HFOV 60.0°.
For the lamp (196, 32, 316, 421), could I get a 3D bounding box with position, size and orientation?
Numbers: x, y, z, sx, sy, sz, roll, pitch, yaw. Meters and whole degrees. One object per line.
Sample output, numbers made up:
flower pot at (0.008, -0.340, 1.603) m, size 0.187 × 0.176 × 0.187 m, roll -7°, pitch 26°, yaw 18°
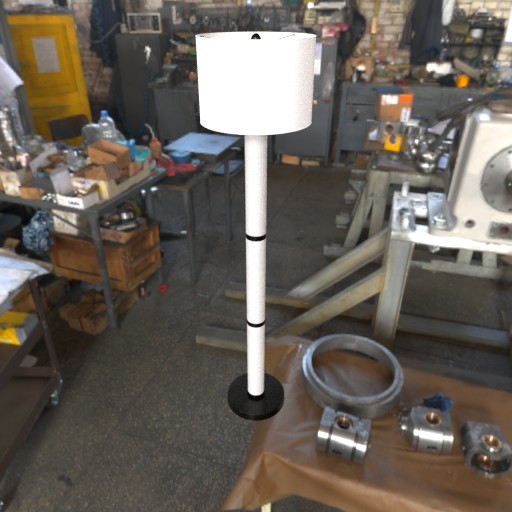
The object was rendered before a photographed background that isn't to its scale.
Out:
lamp at (0.000, 0.000, 1.777) m, size 0.377 × 1.599 × 0.377 m, roll -8°, pitch 31°, yaw -13°
